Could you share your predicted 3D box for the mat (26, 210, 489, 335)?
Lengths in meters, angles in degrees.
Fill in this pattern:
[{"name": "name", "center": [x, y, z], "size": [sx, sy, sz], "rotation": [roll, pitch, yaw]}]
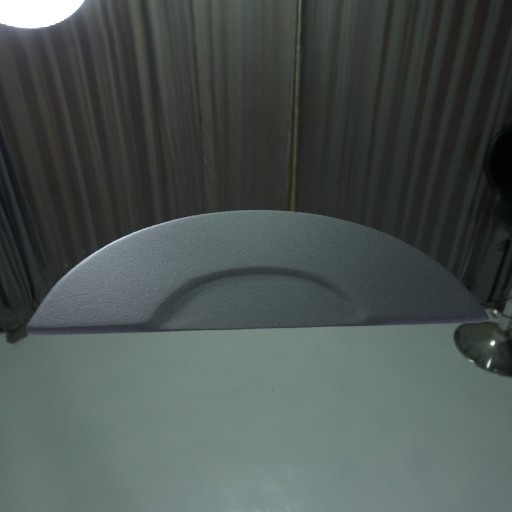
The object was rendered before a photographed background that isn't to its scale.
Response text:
[{"name": "mat", "center": [0.000, 0.000, 1.817], "size": [1.525, 0.016, 0.917], "rotation": [-1, 30, -2]}]
